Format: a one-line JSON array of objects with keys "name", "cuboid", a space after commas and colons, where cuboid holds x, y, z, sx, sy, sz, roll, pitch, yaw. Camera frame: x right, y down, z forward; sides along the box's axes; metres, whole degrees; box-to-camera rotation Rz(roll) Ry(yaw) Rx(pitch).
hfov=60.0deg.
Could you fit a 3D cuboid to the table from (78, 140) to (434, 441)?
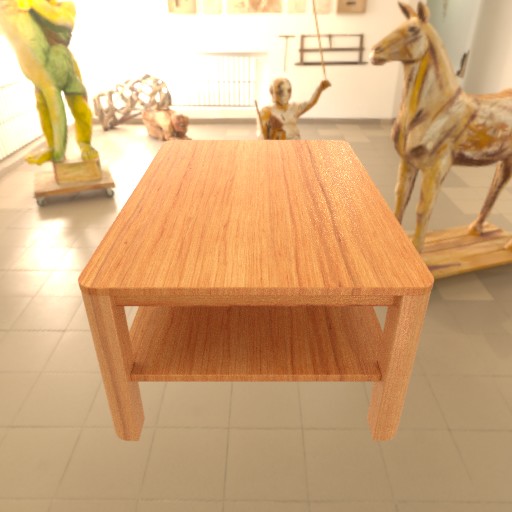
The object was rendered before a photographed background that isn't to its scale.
[{"name": "table", "cuboid": [0.000, 0.000, 1.376, 0.696, 0.445, 0.997, 0, 30, 0]}]
